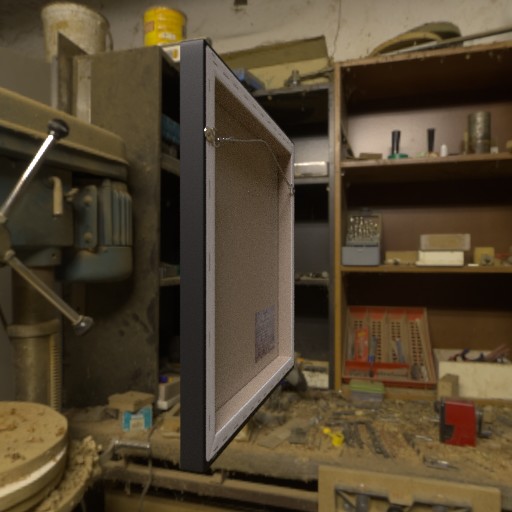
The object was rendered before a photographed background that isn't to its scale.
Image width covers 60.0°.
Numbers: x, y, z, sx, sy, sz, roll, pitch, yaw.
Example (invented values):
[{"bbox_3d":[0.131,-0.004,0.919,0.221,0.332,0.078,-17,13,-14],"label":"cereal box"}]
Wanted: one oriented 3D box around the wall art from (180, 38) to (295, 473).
[{"bbox_3d":[0.000,0.000,0.913,0.043,0.611,0.610,0,0,17],"label":"wall art"}]
